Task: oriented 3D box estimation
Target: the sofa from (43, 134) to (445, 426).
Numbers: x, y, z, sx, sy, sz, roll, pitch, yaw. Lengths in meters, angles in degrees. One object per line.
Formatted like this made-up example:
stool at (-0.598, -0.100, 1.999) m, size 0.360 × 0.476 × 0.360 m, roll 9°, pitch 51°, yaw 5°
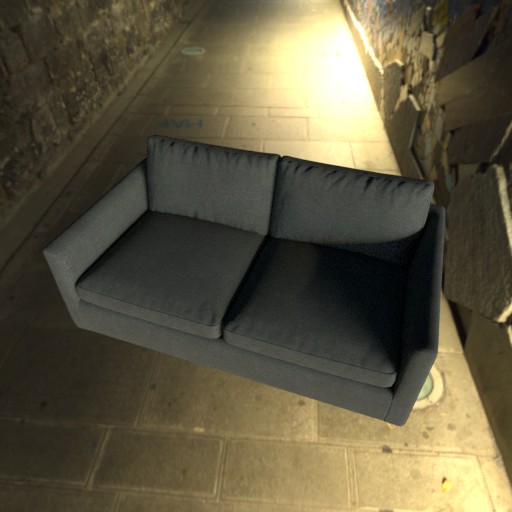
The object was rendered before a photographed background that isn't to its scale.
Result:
sofa at (0.000, 0.000, 2.495) m, size 1.909 × 0.845 × 1.091 m, roll 13°, pitch 42°, yaw 15°
